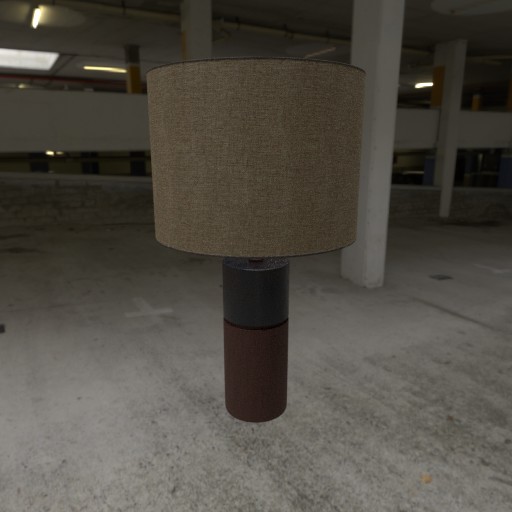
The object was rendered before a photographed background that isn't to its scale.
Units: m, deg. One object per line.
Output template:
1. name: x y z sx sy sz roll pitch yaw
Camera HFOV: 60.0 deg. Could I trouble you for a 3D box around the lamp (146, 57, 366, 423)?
1. lamp: 0.000 0.000 0.462 0.202 0.350 0.202 0 14 0
